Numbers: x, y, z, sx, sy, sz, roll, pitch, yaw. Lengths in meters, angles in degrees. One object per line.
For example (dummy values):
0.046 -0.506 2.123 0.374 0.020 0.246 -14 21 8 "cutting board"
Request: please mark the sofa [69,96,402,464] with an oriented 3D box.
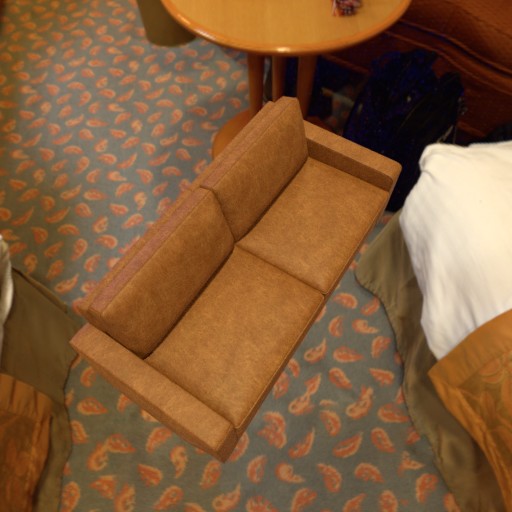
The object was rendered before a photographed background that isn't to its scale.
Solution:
0.000 0.000 2.742 0.991 0.928 2.156 30 64 16 "sofa"
